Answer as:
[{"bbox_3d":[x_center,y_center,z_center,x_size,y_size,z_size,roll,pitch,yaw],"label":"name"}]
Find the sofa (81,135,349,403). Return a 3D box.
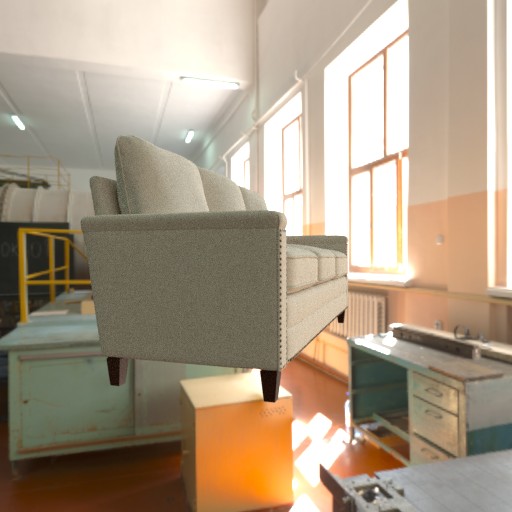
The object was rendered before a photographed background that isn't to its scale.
[{"bbox_3d":[0.000,0.000,2.440,0.828,0.961,1.925,0,0,18],"label":"sofa"}]
